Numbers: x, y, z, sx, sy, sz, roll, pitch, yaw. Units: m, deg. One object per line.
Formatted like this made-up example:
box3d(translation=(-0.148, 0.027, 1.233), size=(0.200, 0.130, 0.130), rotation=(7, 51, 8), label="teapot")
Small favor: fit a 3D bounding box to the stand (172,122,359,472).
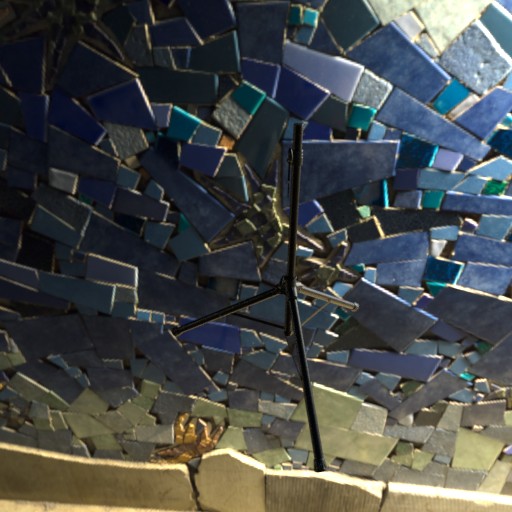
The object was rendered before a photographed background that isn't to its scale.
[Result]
box3d(translation=(0.000, 0.000, 1.873), size=(0.907, 1.136, 1.045), rotation=(11, 34, 16), label="stand")
